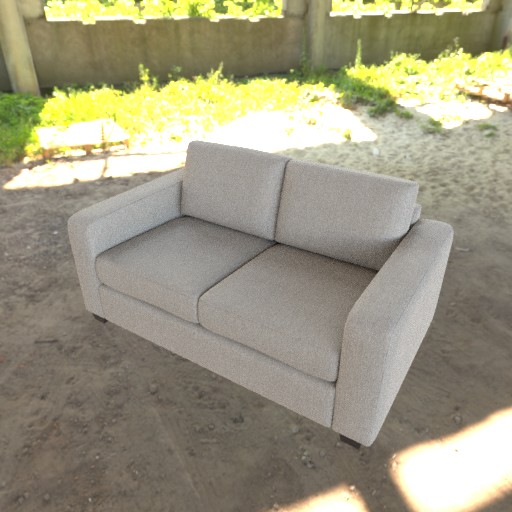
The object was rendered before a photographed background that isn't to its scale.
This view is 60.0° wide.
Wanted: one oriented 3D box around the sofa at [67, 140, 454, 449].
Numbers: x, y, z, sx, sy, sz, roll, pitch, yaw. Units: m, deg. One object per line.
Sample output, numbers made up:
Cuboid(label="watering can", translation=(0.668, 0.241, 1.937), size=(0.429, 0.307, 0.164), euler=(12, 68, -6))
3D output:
Cuboid(label="sofa", translation=(0.000, 0.000, 2.072), size=(1.540, 0.800, 0.900), euler=(18, 34, 28))
